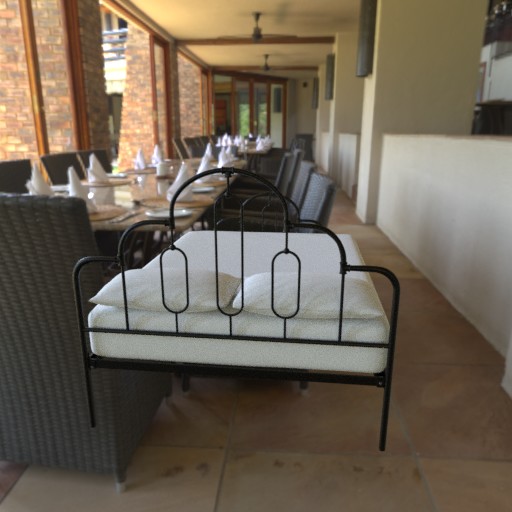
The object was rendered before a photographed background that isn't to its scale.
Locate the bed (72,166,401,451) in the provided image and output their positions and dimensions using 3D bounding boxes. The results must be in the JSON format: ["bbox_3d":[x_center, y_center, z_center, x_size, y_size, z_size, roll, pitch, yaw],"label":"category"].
[{"bbox_3d":[0.000,0.000,3.233,1.626,1.444,2.181,2,16,7],"label":"bed"}]
